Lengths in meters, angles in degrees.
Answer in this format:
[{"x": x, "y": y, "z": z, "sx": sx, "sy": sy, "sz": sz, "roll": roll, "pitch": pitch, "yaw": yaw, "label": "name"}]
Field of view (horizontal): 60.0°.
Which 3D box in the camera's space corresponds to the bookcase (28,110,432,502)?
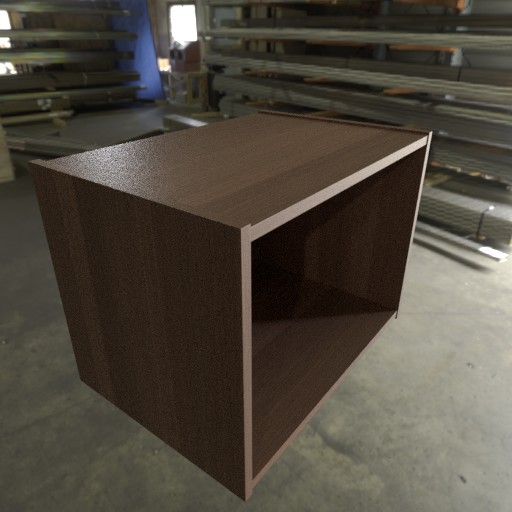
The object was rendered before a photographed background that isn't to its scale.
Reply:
[{"x": 0.000, "y": 0.000, "z": 0.607, "sx": 0.290, "sy": 0.305, "sz": 0.415, "roll": 19, "pitch": 33, "yaw": 33, "label": "bookcase"}]
